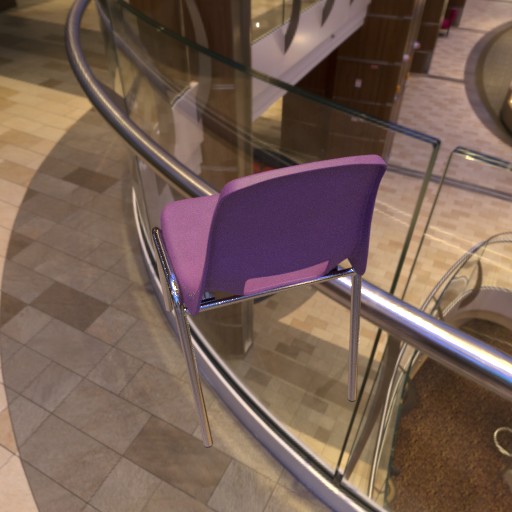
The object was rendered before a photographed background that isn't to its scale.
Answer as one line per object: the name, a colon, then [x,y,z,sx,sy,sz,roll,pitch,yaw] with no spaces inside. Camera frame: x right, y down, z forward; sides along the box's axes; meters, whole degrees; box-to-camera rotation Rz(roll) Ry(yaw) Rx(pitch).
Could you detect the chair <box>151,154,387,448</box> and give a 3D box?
chair: [0.000,0.000,0.888,0.381,0.654,0.432,-12,44,-13]
